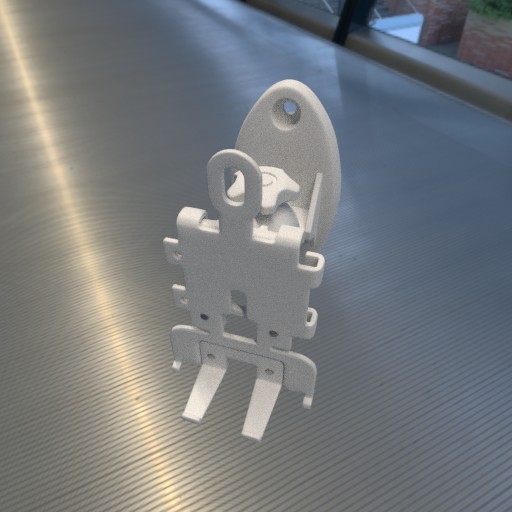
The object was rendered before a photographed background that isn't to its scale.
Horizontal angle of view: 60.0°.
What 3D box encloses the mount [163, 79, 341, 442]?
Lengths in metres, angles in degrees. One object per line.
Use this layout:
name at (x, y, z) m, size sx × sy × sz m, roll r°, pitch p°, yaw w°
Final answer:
mount at (0.000, 0.000, 0.181) m, size 0.066 × 0.118 × 0.100 m, roll 12°, pitch 43°, yaw 13°
